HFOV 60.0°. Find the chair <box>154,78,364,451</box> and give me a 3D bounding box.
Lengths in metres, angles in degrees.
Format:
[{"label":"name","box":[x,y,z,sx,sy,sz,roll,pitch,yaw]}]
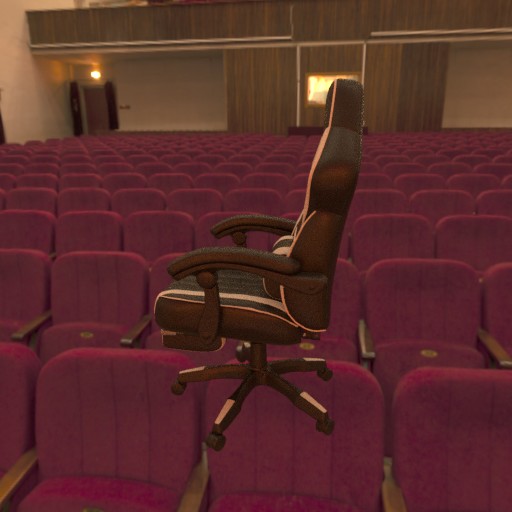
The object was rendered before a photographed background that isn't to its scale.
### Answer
[{"label":"chair","box":[0.000,0.000,1.633,0.700,1.200,0.676,2,15,8]}]
